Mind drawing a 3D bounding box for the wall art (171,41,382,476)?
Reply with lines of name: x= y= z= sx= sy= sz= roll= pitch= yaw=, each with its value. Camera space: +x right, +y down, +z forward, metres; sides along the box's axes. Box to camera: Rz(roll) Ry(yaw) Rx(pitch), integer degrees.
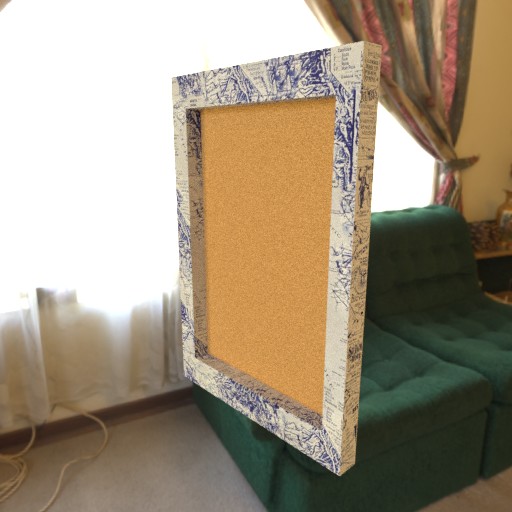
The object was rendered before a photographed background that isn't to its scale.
wall art: x=0.000 y=0.000 z=0.747 sx=0.040 sy=0.601 sz=0.408 roll=-13 pitch=19 yaw=-42
